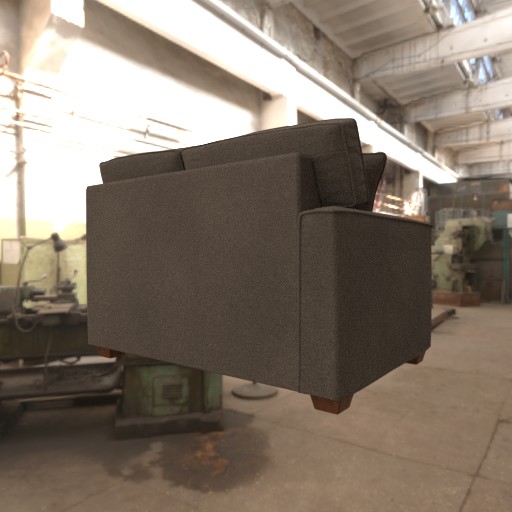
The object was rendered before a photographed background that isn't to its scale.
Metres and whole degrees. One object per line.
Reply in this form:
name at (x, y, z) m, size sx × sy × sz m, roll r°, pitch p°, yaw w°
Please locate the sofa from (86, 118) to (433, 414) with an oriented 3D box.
sofa at (0.000, 0.000, 2.130) m, size 1.388 × 0.989 × 0.991 m, roll 0°, pitch 1°, yaw 37°
